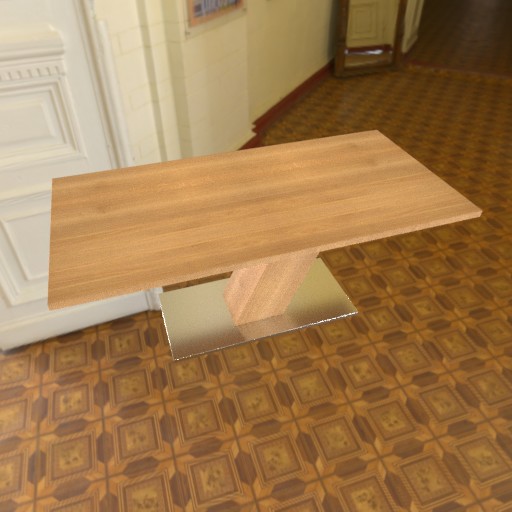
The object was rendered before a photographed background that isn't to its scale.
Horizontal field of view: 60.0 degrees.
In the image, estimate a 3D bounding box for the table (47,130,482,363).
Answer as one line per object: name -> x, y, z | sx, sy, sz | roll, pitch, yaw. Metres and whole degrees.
table -> 0.000, 0.000, 2.296 | 1.800, 0.750, 0.900 | -12, 41, -14
